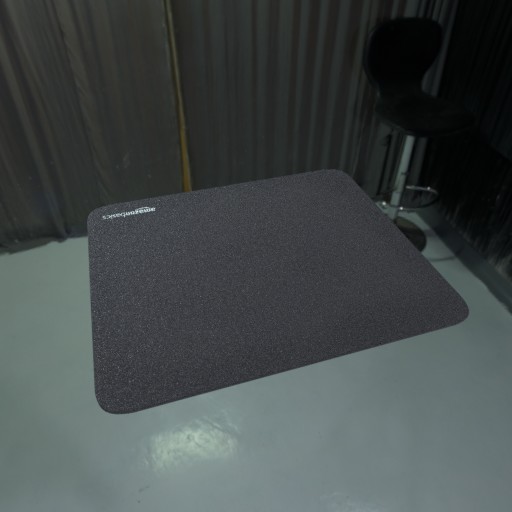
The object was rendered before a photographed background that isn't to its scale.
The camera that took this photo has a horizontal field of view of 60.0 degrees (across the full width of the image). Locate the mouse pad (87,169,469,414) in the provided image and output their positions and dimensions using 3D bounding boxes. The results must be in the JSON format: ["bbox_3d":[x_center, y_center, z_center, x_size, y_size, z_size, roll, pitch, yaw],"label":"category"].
[{"bbox_3d":[0.000,0.000,0.437,0.315,0.002,0.269,-12,42,-13],"label":"mouse pad"}]
